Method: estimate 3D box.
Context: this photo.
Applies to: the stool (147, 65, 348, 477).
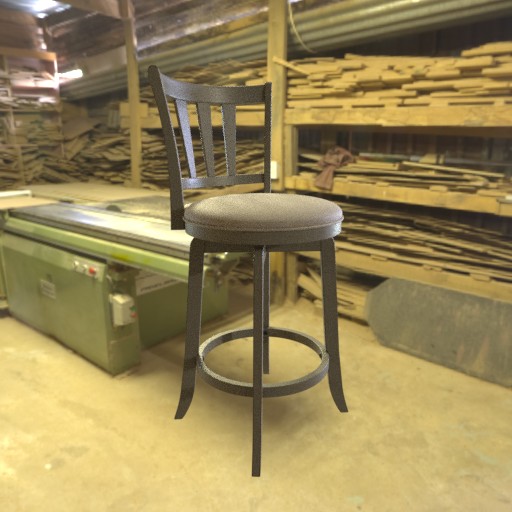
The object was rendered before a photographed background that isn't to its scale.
[{"bbox_3d":[0.000,0.000,1.260,0.450,0.994,0.486,-14,20,-43],"label":"stool"}]
